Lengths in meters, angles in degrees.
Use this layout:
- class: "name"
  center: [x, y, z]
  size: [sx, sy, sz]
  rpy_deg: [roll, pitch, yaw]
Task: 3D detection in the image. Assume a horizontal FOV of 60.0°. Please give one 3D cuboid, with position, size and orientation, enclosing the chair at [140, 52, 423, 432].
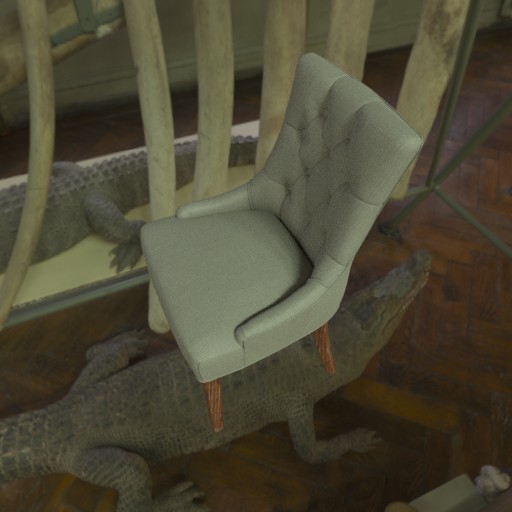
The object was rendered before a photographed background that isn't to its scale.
- class: "chair"
  center: [0.000, 0.000, 1.218]
  size: [0.565, 0.874, 0.509]
  rpy_deg: [-18, 50, -16]
